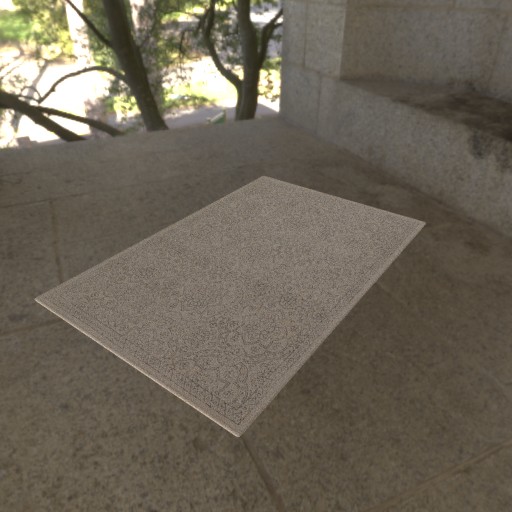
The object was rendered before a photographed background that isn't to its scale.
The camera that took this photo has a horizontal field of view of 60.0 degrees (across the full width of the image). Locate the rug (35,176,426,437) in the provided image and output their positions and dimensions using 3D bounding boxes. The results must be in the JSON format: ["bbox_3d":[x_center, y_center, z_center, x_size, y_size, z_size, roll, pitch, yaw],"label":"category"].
[{"bbox_3d":[0.000,0.000,2.969,1.524,0.011,2.286,22,39,30],"label":"rug"}]
